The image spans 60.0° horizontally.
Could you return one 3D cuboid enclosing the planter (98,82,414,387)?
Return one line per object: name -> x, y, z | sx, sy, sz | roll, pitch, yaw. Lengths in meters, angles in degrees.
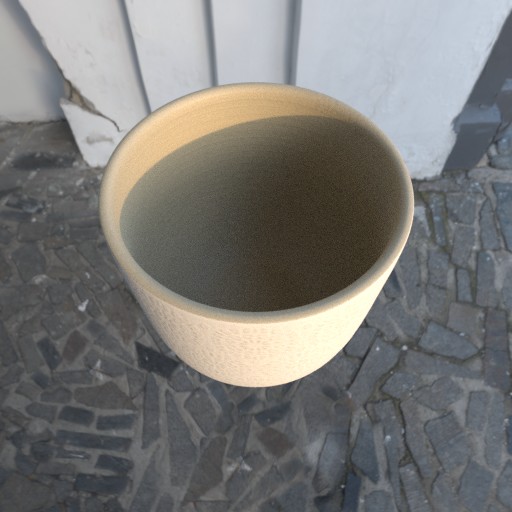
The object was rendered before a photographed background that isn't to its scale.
planter -> 0.000, 0.000, 0.375 | 0.208, 0.190, 0.208 | 0, 58, 0
